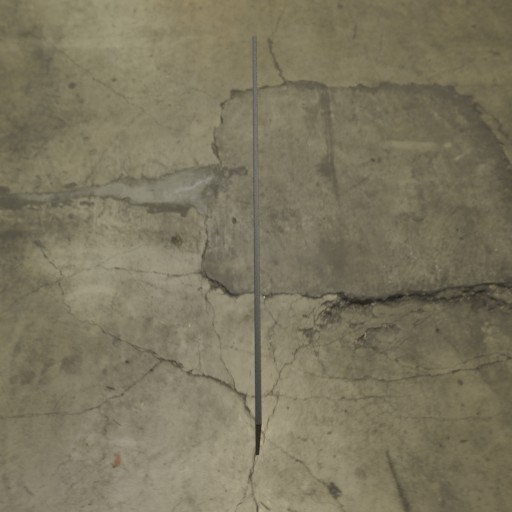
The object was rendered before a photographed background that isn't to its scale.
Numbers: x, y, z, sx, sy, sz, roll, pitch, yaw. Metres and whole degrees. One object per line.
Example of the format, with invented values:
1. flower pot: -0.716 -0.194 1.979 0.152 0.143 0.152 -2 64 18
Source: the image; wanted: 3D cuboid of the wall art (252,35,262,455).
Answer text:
1. wall art: 0.000 0.000 1.517 0.013 0.811 1.192 0 62 0
